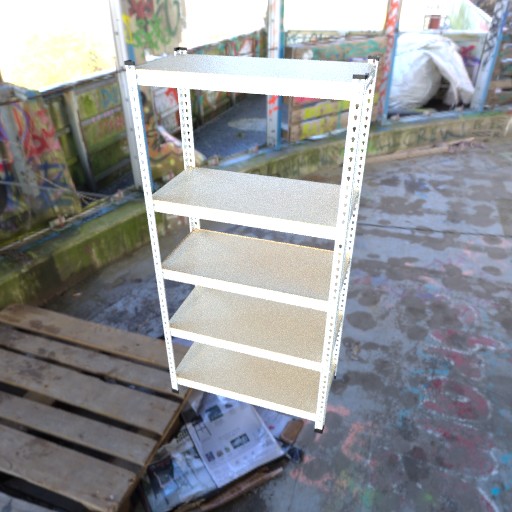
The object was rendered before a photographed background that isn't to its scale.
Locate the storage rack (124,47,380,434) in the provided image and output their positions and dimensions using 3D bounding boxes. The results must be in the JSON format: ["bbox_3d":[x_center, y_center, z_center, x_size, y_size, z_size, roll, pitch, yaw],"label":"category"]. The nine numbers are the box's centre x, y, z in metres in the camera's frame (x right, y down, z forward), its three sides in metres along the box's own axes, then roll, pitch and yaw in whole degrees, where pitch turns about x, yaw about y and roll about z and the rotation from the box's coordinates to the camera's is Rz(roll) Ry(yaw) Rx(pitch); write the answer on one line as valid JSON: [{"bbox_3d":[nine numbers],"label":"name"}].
[{"bbox_3d":[0.000,0.000,2.226,0.914,1.829,0.457,10,33,16],"label":"storage rack"}]
